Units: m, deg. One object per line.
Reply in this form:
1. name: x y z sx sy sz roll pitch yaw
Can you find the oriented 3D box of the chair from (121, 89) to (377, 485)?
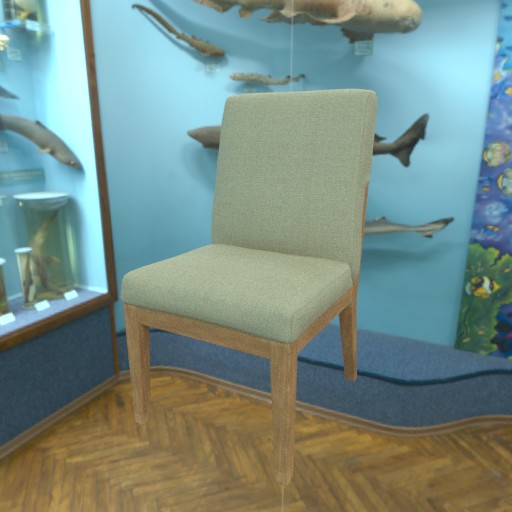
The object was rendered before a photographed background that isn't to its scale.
1. chair: 0.000 0.000 1.251 0.507 0.911 0.586 9 18 28
